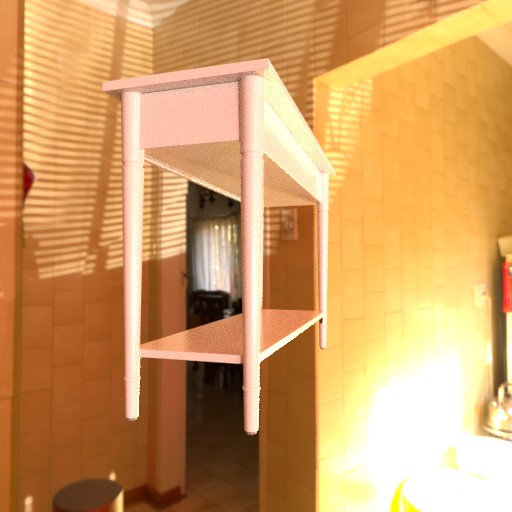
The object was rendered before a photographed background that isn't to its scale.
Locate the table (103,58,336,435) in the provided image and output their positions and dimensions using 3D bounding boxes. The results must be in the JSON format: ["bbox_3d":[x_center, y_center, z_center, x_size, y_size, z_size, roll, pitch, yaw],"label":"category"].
[{"bbox_3d":[0.000,0.000,1.423,0.381,0.749,1.067,0,-1,17],"label":"table"}]
